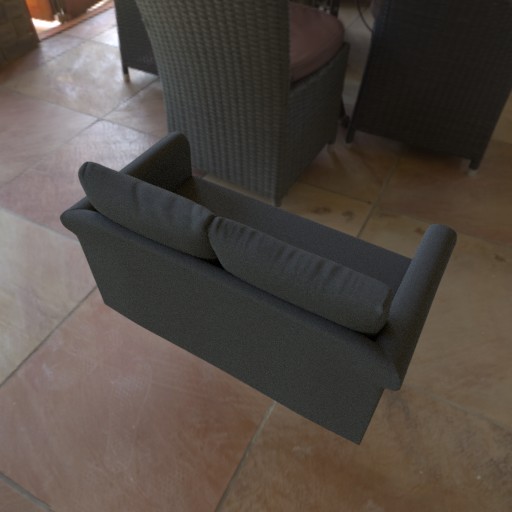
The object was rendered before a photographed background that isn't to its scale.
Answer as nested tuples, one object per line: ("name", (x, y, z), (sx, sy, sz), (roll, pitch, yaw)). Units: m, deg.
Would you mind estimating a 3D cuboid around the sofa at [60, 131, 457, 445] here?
("sofa", (0.000, 0.000, 1.928), (1.460, 0.872, 0.741), (24, 52, 20))
